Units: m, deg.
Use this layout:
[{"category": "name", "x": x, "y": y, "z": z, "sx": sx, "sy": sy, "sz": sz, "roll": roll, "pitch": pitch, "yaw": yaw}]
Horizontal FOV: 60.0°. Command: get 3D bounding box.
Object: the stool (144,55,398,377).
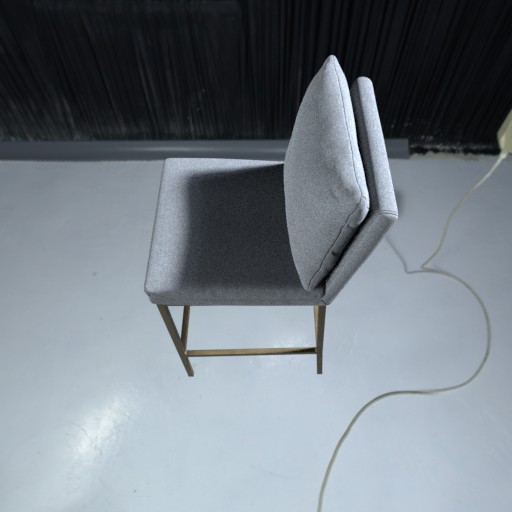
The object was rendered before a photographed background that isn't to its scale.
[{"category": "stool", "x": 0.000, "y": 0.000, "z": 1.403, "sx": 0.569, "sy": 1.130, "sz": 0.463, "roll": 0, "pitch": 59, "yaw": 0}]
